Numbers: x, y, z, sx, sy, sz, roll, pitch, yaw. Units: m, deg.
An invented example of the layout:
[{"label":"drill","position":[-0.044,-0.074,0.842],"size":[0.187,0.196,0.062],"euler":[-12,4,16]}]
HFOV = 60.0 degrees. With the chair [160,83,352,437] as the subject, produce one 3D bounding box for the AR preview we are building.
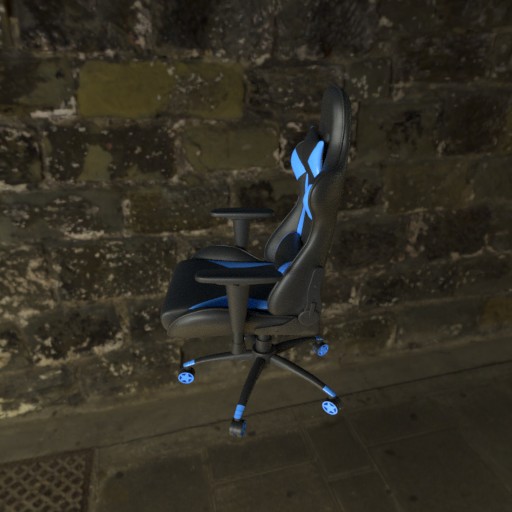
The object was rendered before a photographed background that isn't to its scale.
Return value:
[{"label":"chair","position":[0.000,0.000,1.773],"size":[0.730,1.282,0.695],"euler":[0,26,0]}]
